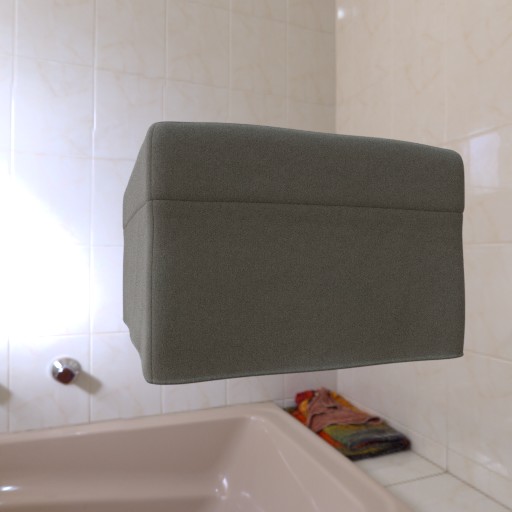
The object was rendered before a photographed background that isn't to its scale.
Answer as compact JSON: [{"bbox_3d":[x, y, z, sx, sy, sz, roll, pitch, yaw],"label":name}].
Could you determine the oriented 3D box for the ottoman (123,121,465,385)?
[{"bbox_3d":[0.000,0.000,1.185,0.648,0.461,0.833,0,0,-19],"label":"ottoman"}]
